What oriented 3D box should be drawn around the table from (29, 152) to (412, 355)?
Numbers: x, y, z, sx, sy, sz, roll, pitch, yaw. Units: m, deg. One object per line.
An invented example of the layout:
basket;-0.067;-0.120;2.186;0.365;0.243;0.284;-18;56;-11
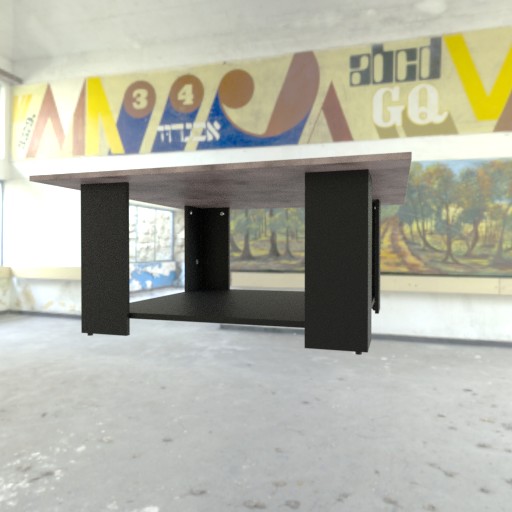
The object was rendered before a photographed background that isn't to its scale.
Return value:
table;0.000;0.000;1.042;0.670;0.305;0.670;0;1;18
